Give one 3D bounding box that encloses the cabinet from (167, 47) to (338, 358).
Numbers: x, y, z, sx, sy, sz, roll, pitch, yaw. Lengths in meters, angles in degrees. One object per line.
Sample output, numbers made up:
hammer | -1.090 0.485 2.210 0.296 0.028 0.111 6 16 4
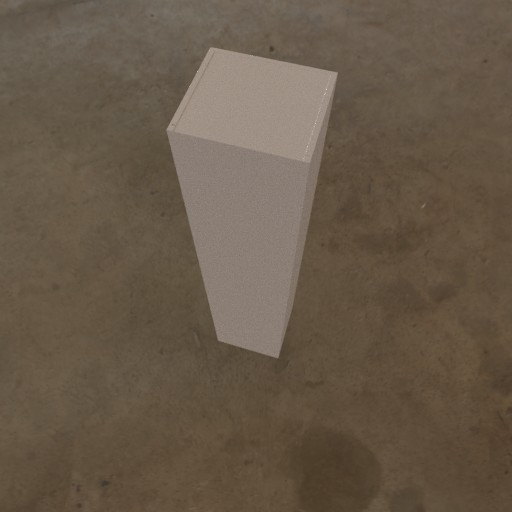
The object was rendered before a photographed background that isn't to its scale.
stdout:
cabinet | 0.000 0.000 1.560 0.300 1.400 0.269 15 63 8
